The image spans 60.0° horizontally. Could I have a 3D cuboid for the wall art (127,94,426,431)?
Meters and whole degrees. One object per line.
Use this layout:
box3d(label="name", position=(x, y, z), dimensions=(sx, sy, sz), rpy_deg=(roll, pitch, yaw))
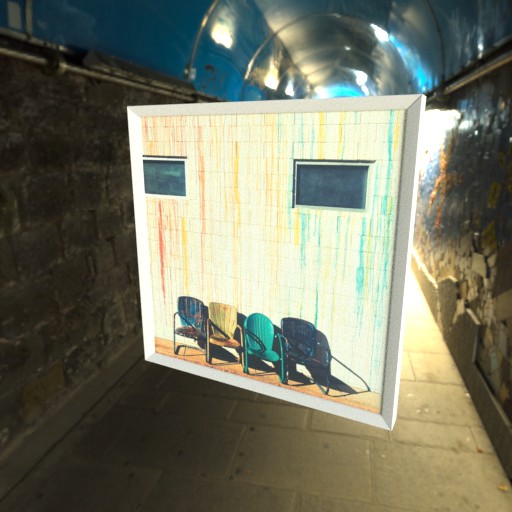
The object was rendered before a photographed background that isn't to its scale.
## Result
box3d(label="wall art", position=(0.000, 0.000, 0.771), dimensions=(0.508, 0.508, 0.037), rpy_deg=(8, 17, 26))
